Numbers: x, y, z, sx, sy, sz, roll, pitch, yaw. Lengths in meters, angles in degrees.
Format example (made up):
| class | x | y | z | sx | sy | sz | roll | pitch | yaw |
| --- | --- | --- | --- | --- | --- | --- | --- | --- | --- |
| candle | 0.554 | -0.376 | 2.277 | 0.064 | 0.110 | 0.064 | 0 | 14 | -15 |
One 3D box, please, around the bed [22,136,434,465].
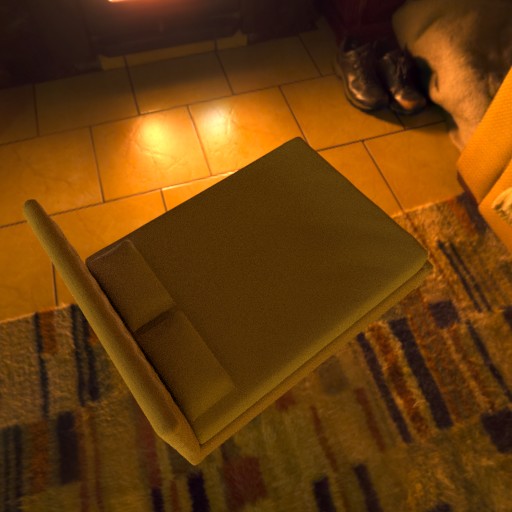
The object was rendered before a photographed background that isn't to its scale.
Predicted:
| class | x | y | z | sx | sy | sz | roll | pitch | yaw |
| --- | --- | --- | --- | --- | --- | --- | --- | --- | --- |
| bed | 0.000 | 0.000 | 3.334 | 2.387 | 1.427 | 1.698 | -33 | 65 | -18 |
